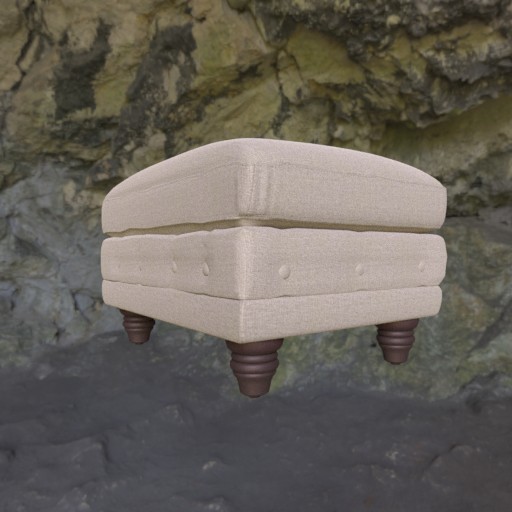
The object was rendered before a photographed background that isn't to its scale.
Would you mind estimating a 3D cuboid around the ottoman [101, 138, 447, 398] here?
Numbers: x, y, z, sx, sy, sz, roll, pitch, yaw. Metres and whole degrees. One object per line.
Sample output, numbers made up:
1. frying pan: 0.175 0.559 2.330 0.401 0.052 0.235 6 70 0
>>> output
1. ottoman: 0.000 0.000 1.054 0.541 0.463 0.684 0 0 -36
